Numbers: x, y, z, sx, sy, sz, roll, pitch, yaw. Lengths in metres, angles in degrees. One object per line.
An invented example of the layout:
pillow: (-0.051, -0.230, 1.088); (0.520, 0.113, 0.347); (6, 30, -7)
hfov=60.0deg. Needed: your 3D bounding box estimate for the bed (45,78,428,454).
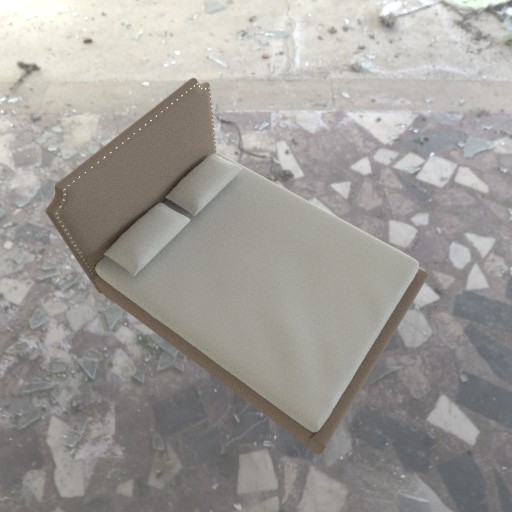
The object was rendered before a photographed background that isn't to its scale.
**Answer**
bed: (0.000, 0.000, 3.501); (2.372, 1.443, 1.713); (32, 63, 18)
